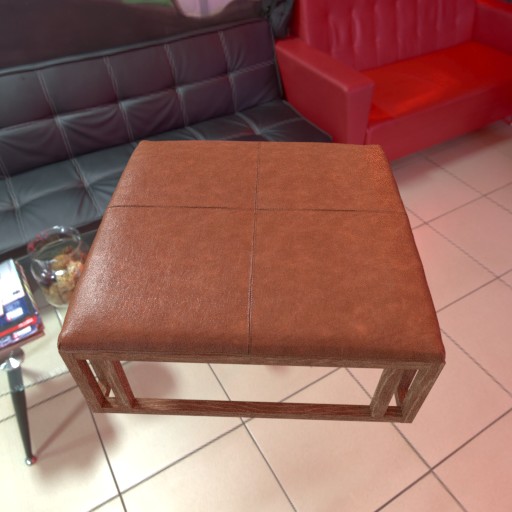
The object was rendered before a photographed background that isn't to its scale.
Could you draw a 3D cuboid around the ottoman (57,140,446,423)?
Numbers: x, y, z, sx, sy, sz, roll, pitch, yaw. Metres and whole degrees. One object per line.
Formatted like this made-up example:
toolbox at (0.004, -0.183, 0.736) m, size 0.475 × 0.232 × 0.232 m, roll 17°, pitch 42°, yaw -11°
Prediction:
ottoman at (0.000, 0.000, 1.599) m, size 1.016 × 0.442 × 1.013 m, roll 1°, pitch 45°, yaw 1°
